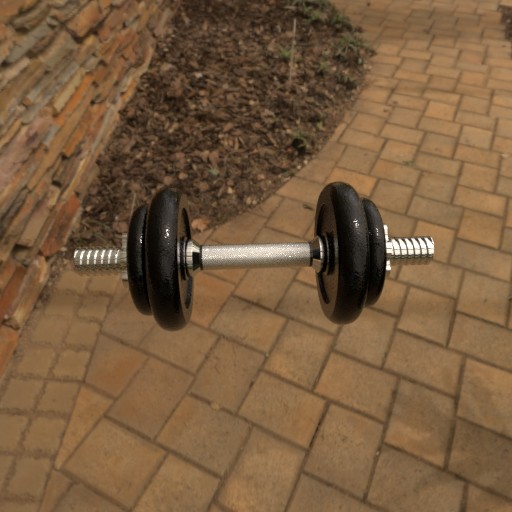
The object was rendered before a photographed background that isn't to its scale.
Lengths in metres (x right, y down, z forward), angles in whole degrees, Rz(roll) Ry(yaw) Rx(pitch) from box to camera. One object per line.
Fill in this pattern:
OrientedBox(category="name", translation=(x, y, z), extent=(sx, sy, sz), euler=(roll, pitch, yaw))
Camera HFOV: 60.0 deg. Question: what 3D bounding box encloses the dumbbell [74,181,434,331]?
OrientedBox(category="dumbbell", translation=(0.000, 0.000, 0.627), extent=(0.497, 0.202, 0.202), euler=(-2, 46, -2))
